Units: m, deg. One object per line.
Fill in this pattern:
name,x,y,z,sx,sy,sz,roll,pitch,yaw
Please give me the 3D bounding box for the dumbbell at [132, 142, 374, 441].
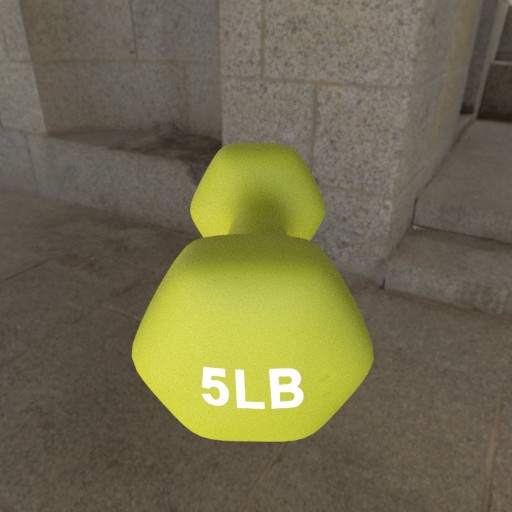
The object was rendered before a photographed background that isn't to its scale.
dumbbell,0.000,0.000,0.205,0.080,0.072,0.164,1,27,1
